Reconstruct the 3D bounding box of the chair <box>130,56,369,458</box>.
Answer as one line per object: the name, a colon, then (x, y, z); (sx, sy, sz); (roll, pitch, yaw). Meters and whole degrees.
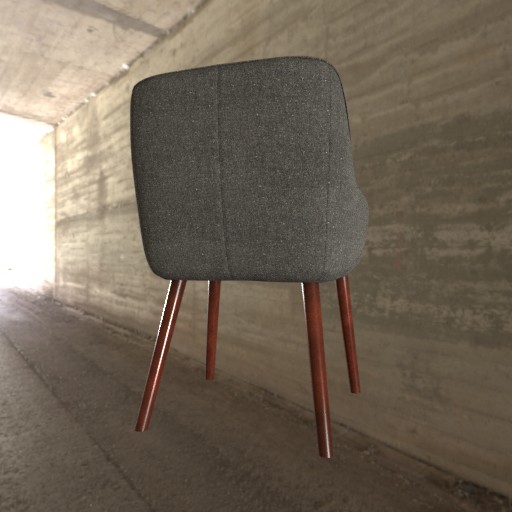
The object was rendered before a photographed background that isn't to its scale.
chair: (0.000, 0.000, 1.156); (0.543, 0.803, 0.519); (0, 0, 18)
